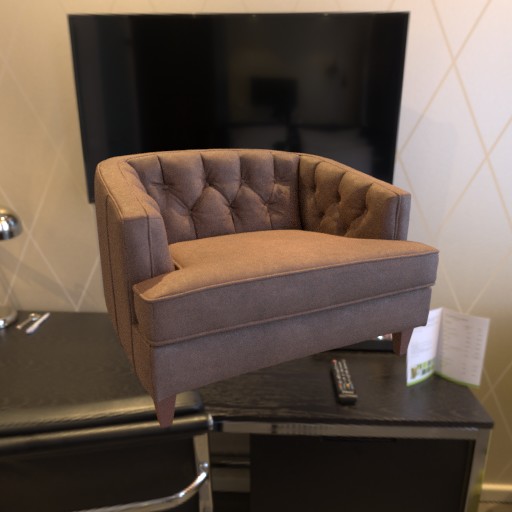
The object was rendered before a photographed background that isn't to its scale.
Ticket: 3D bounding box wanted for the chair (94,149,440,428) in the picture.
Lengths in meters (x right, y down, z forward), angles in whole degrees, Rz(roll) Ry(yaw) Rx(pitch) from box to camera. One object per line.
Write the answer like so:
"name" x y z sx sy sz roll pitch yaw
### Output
"chair" 0.000 0.000 1.748 1.118 0.787 0.914 -8 18 -26
